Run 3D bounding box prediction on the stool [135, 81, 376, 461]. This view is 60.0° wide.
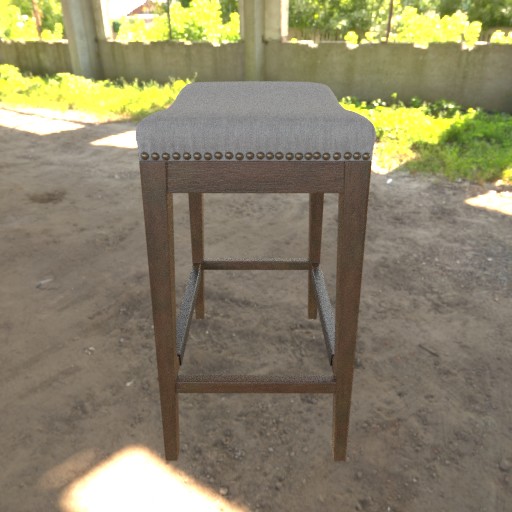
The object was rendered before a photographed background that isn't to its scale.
[{"bbox_3d":[0.000,0.000,0.952,0.356,0.660,0.508,0,27,0],"label":"stool"}]
